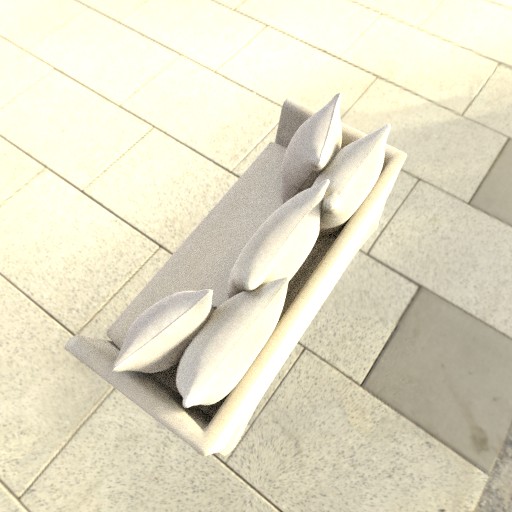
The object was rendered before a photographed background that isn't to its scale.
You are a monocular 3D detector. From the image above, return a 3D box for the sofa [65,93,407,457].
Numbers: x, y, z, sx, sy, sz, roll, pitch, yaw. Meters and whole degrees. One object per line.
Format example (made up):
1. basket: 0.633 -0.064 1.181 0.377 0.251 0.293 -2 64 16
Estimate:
1. sofa: 0.000 0.000 2.903 1.031 1.034 2.290 31 66 15
